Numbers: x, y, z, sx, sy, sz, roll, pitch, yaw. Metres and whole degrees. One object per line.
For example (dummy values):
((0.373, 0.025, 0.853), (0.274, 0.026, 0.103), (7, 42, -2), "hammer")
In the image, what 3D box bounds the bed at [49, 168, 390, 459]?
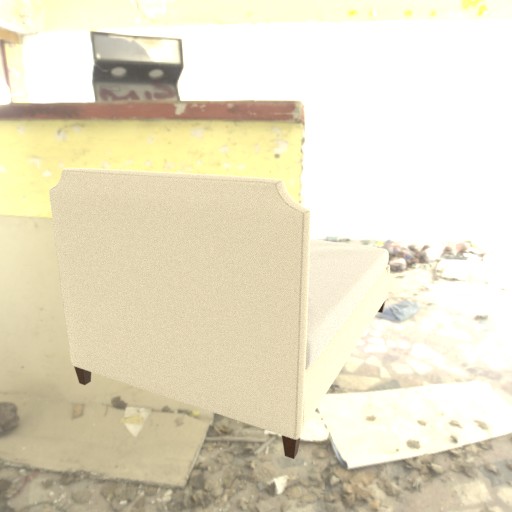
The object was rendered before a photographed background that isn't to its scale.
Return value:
((0.000, 0.000, 3.512), (1.712, 1.497, 2.372), (8, 18, 26), "bed")
